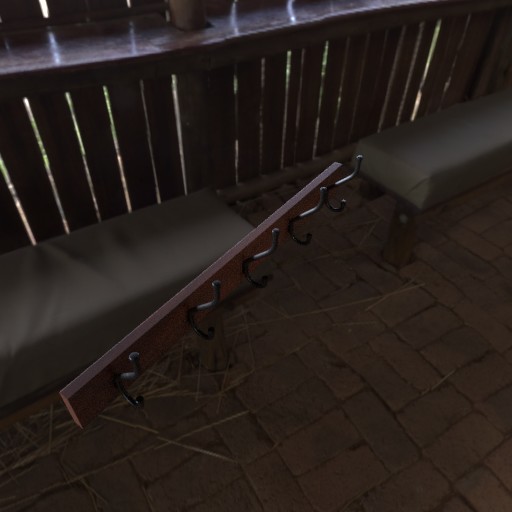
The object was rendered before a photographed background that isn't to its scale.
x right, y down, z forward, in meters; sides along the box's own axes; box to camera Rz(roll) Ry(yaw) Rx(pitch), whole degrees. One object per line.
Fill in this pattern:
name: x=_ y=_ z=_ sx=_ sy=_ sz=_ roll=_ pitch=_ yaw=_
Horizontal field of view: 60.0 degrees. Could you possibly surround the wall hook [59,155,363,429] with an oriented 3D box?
wall hook: x=0.000 y=0.000 z=0.603 sx=0.071 sy=0.117 sz=0.571 roll=26 pitch=48 yaw=26
